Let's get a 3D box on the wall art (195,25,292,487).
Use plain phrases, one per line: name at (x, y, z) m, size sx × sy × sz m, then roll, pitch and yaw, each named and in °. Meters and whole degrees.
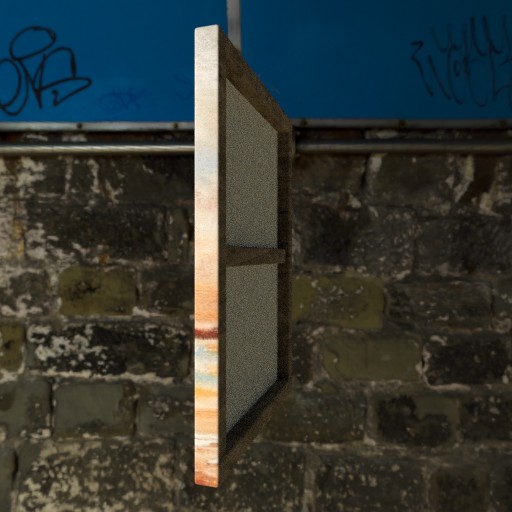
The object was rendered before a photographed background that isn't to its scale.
wall art at (0.000, 0.000, 0.793) m, size 0.035 × 0.605 × 0.443 m, roll 0°, pitch 0°, yaw 17°
